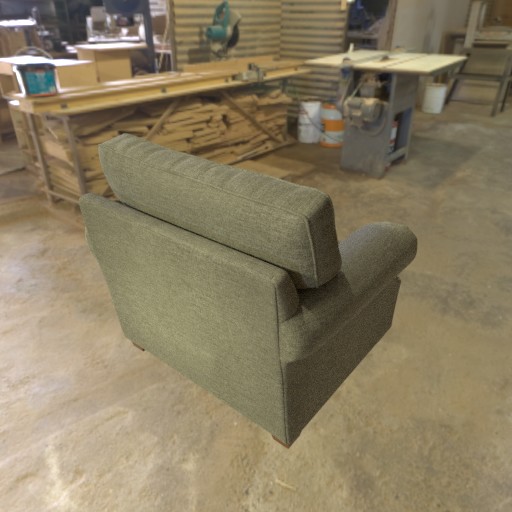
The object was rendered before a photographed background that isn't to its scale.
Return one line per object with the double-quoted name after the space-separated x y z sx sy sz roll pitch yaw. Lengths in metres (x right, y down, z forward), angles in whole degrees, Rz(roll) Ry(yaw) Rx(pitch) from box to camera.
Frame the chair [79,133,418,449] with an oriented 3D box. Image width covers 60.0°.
0.000 0.000 1.844 1.092 0.961 0.965 22 36 33 "chair"
